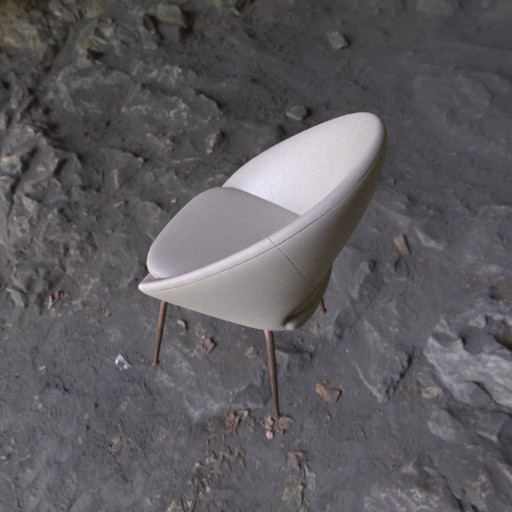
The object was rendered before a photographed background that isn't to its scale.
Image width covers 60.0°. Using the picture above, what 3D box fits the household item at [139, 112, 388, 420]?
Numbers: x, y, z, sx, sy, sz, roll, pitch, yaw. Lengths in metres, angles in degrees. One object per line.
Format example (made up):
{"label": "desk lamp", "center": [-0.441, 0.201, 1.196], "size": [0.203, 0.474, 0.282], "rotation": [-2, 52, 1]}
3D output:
{"label": "household item", "center": [0.000, 0.000, 1.273], "size": [0.573, 0.852, 0.623], "rotation": [18, 48, 17]}
